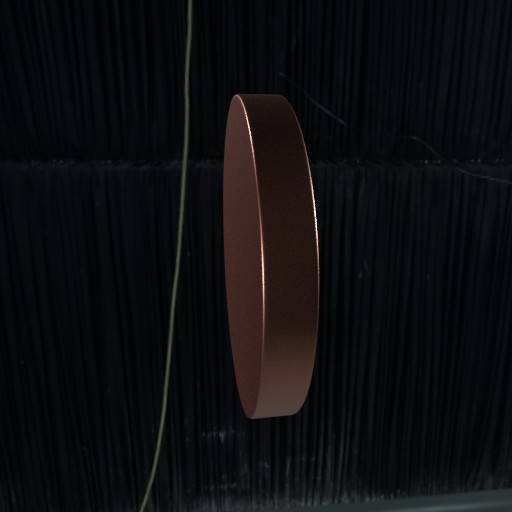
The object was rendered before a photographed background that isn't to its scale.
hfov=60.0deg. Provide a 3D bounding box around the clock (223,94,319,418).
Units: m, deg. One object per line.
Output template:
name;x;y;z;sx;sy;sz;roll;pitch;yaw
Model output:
clock;0.000;0.000;0.457;0.040;0.313;0.313;-2;16;-9
